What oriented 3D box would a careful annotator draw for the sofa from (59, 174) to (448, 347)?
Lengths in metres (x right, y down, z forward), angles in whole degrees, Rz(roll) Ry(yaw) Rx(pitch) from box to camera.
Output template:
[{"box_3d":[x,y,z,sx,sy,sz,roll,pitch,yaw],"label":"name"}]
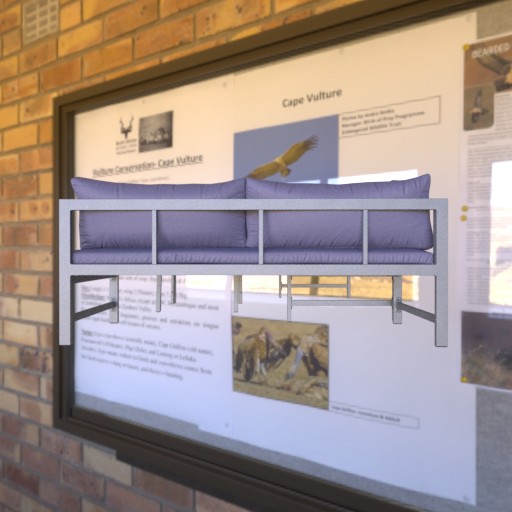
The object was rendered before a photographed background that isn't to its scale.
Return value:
[{"box_3d":[0.000,0.000,2.958,1.658,0.762,2.149,0,0,1],"label":"sofa"}]
